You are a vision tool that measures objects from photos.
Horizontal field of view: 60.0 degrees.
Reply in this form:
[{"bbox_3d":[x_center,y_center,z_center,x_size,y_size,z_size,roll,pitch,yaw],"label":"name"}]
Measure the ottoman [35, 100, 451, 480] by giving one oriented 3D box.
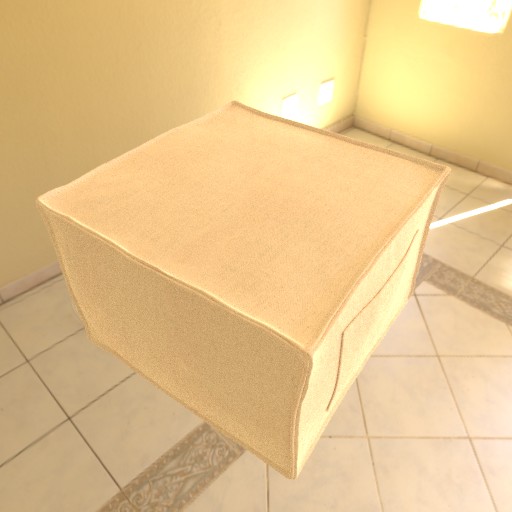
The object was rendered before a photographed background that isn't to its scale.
[{"bbox_3d":[0.000,0.000,1.122,0.696,0.470,0.707,25,47,26],"label":"ottoman"}]
